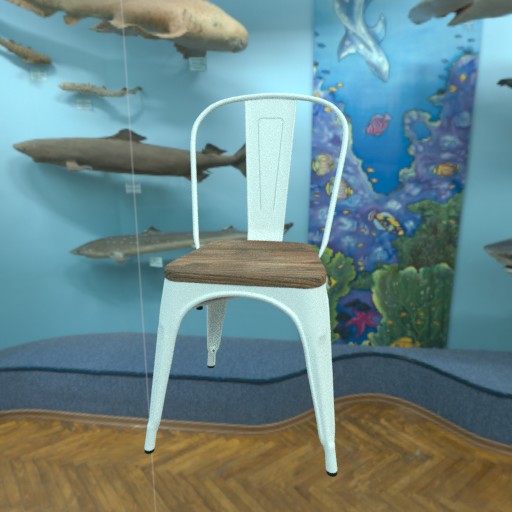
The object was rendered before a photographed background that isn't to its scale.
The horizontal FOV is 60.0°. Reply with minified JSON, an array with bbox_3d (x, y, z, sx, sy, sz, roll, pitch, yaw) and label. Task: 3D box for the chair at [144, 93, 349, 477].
[{"bbox_3d":[0.000,0.000,1.152,0.452,0.851,0.521,2,14,9],"label":"chair"}]
